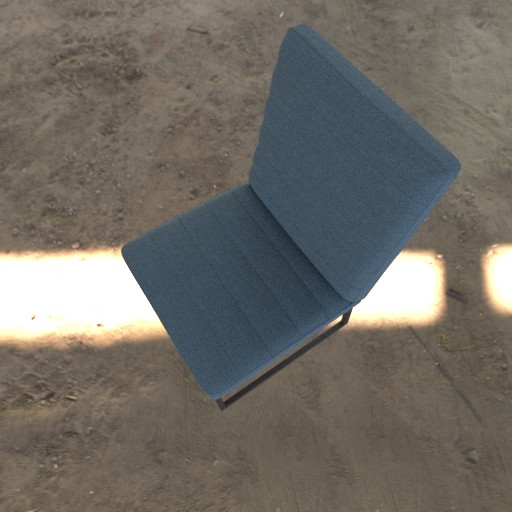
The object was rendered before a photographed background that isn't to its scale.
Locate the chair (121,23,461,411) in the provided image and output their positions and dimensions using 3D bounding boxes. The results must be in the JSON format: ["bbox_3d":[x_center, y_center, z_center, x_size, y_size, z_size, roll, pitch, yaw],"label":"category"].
[{"bbox_3d":[0.000,0.000,1.255,0.634,0.930,0.520,-31,67,-15],"label":"chair"}]
